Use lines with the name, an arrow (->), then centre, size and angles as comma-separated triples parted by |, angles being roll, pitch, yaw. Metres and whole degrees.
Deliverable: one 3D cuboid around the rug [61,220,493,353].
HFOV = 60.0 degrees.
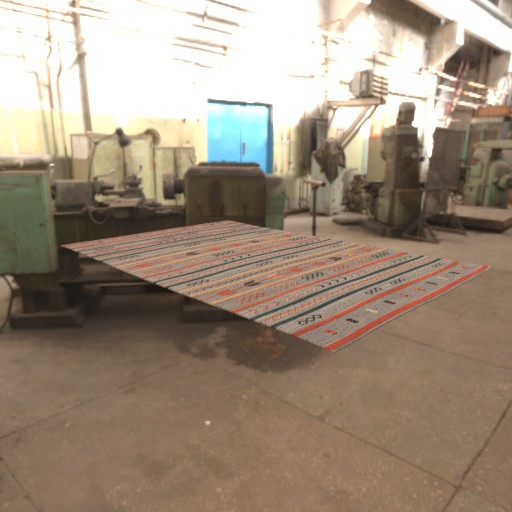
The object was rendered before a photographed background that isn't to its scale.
rug -> 0.000, 0.000, 2.232 | 1.220, 0.017, 1.835 | -13, 19, -43
